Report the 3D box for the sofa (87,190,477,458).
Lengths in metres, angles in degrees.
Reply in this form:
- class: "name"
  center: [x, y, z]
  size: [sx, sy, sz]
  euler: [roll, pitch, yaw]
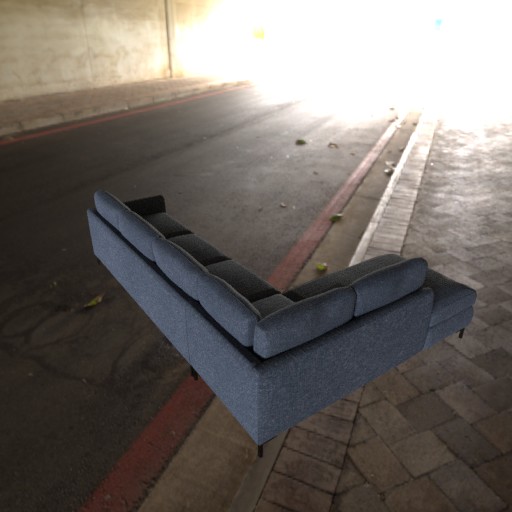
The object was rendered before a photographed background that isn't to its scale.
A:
- class: "sofa"
  center: [0.000, 0.000, 3.844]
  size: [2.007, 0.815, 2.949]
  euler: [-17, 31, -31]
